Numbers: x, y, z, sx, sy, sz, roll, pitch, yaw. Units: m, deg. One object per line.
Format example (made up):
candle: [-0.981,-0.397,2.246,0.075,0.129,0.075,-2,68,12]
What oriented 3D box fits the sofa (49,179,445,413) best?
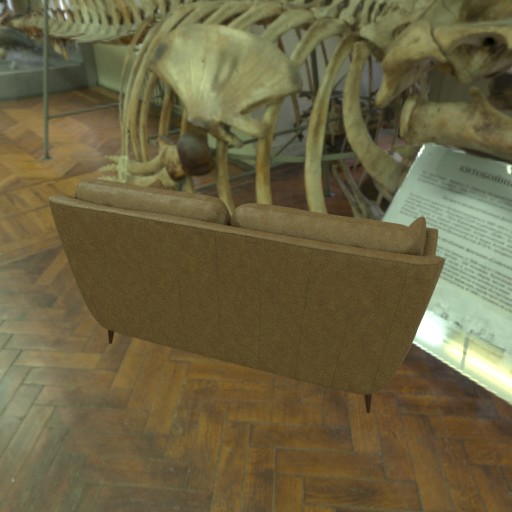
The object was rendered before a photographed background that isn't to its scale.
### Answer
sofa: [0.000,0.000,2.270,1.731,0.886,0.981,10,34,16]
